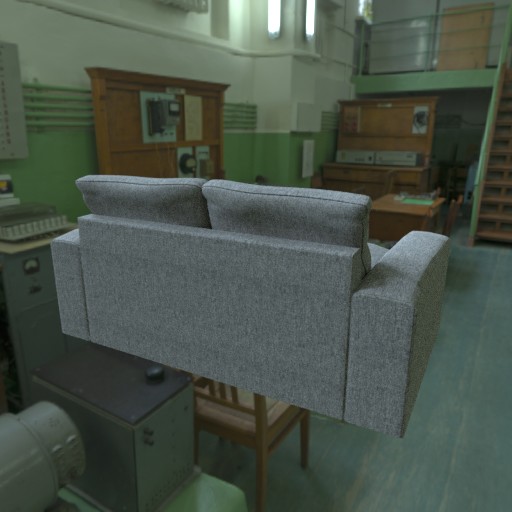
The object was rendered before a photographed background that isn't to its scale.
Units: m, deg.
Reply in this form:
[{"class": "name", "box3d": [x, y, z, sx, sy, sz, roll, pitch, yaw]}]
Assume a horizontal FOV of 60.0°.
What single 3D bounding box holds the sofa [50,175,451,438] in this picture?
[{"class": "sofa", "box3d": [0.000, 0.000, 2.297, 1.758, 0.877, 1.094, 9, 19, 27]}]
